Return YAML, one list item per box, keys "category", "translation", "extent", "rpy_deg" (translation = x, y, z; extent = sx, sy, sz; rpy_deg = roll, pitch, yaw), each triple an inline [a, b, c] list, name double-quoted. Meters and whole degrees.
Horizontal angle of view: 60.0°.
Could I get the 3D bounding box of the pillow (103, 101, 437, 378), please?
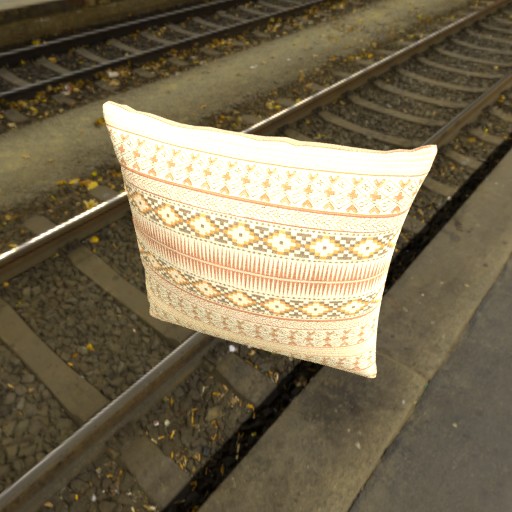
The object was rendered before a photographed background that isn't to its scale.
- category: "pillow"
  translation: [0.000, 0.000, 0.809]
  extent: [0.521, 0.519, 0.215]
  rpy_deg: [13, 42, 14]
